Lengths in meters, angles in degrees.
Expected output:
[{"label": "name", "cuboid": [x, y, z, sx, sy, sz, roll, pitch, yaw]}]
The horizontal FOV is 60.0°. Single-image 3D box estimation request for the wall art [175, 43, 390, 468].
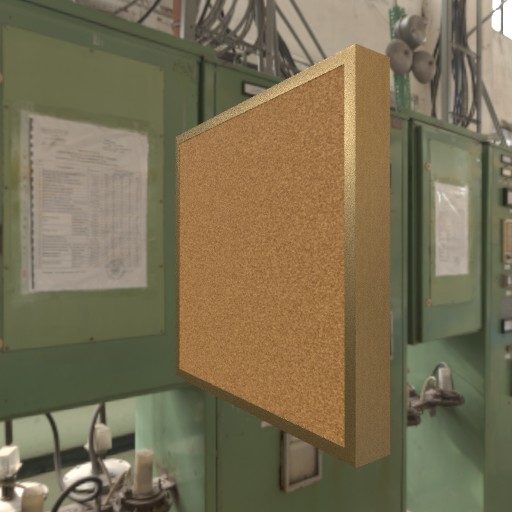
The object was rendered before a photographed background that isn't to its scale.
[{"label": "wall art", "cuboid": [0.000, 0.000, 0.454, 0.038, 0.305, 0.304, 0, 0, -35]}]
